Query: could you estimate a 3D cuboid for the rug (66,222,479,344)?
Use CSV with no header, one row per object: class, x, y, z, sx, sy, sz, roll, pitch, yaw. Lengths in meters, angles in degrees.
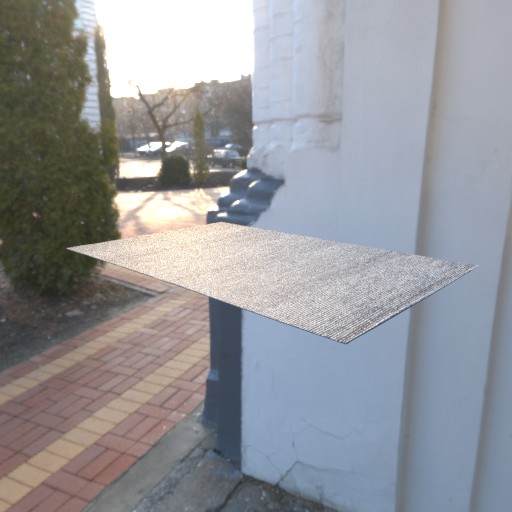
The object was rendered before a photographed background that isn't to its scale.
rug,0.000,0.000,2.195,1.740,0.010,1.135,13,19,42
